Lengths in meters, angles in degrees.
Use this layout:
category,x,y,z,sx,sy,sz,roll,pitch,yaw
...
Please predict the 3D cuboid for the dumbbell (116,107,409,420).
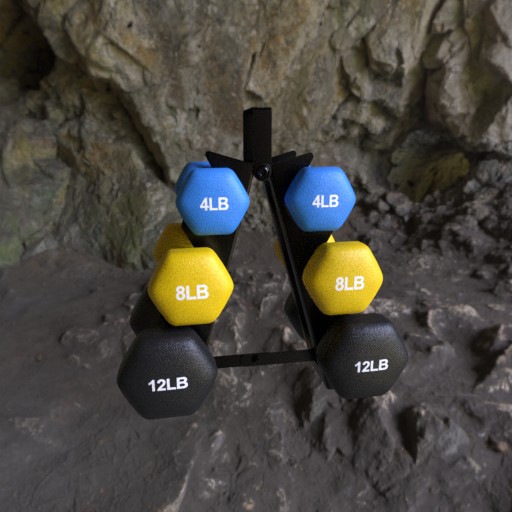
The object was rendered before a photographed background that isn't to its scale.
category,x,y,z,sx,sy,sz,roll,pitch,yaw
dumbbell,0.000,0.000,0.675,0.409,0.426,0.255,-3,15,-10
